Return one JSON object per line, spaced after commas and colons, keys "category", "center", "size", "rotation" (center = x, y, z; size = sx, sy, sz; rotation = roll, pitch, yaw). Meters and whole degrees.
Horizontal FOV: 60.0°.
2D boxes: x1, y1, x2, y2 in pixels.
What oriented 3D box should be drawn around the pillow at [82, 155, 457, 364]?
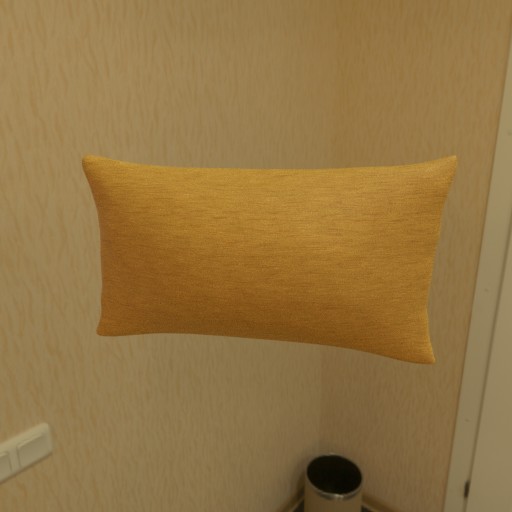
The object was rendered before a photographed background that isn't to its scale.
{"category": "pillow", "center": [0.000, 0.000, 0.786], "size": [0.634, 0.354, 0.210], "rotation": [3, 16, 10]}
